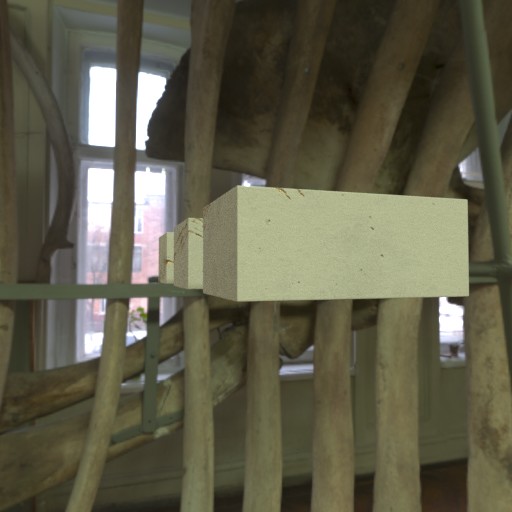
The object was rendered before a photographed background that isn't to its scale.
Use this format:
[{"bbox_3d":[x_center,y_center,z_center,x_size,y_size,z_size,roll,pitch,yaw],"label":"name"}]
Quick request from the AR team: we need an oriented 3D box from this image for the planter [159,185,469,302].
[{"bbox_3d":[0.000,0.000,0.372,0.127,0.051,0.333,1,-2,-18],"label":"planter"}]
